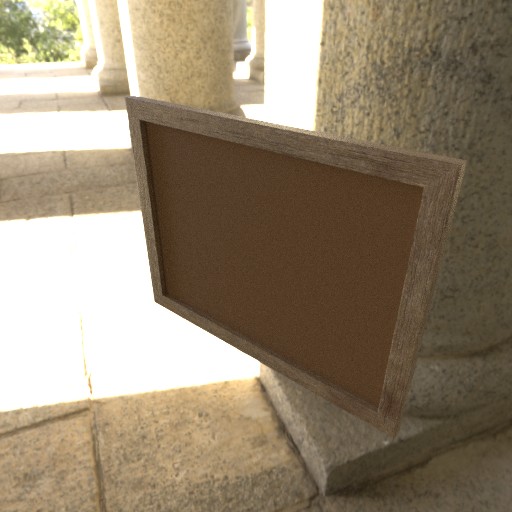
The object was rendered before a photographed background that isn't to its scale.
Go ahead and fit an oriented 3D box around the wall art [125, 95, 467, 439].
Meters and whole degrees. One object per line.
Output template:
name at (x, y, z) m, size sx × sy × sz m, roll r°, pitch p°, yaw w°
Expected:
wall art at (0.000, 0.000, 0.894) m, size 0.690 × 0.535 × 0.026 m, roll 22°, pitch 37°, yaw 33°
